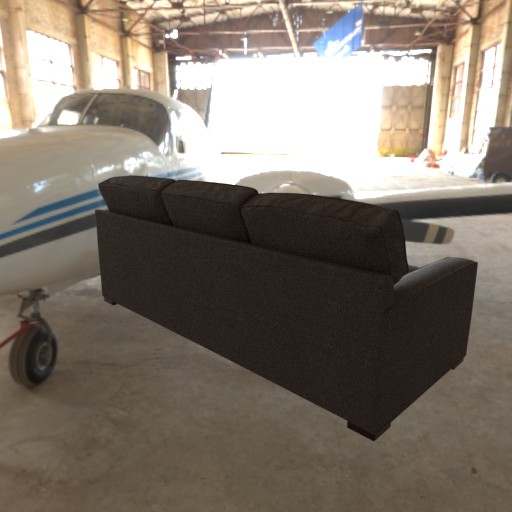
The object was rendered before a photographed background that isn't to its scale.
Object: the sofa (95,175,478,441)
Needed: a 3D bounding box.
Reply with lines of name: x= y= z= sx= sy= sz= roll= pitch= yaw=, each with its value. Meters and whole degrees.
sofa: x=0.000 y=0.000 z=2.839 sx=2.369 sy=0.978 sz=1.004 roll=14 pitch=20 yaw=43
